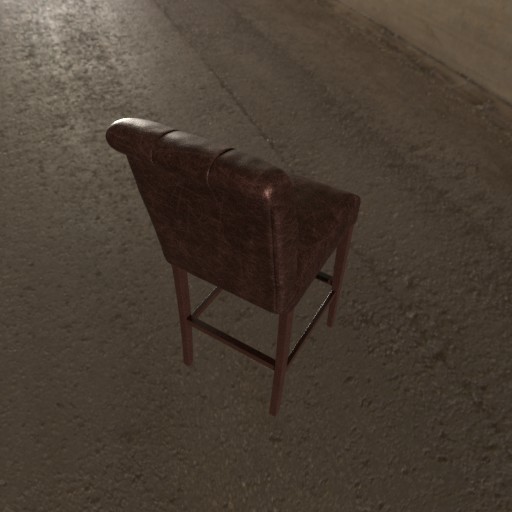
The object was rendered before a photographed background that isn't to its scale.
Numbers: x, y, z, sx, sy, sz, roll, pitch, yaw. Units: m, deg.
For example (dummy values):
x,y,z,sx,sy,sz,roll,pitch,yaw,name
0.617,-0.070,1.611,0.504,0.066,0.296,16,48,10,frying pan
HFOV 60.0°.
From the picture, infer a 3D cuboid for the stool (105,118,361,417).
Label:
x,y,z,sx,sy,sz,roll,pitch,yaw,name
0.000,0.000,1.552,0.483,1.168,0.659,24,49,22,stool
